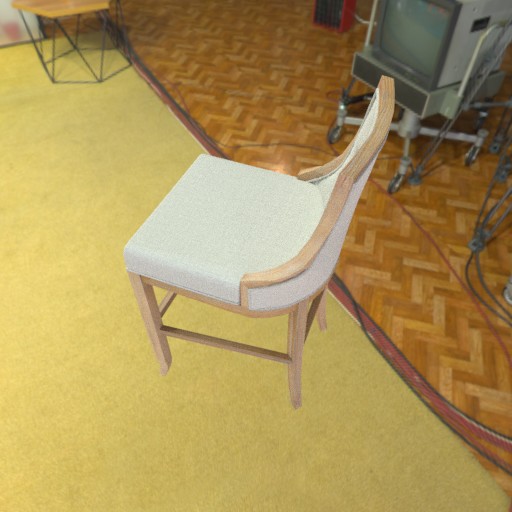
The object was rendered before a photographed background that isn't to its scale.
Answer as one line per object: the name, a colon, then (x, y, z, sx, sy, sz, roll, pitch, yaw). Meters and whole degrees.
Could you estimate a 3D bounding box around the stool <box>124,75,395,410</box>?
stool: (0.000, 0.000, 1.439, 0.626, 1.101, 0.524, 16, 49, 14)
